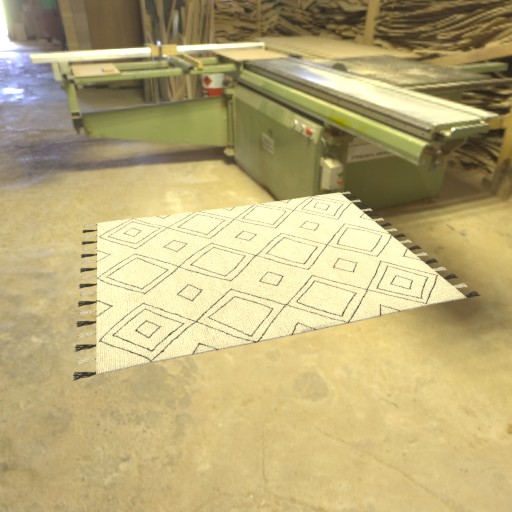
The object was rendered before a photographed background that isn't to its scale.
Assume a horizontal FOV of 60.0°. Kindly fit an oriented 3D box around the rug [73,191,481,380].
[{"bbox_3d":[0.000,0.000,4.259,3.221,0.026,2.342,-9,32,-15],"label":"rug"}]
